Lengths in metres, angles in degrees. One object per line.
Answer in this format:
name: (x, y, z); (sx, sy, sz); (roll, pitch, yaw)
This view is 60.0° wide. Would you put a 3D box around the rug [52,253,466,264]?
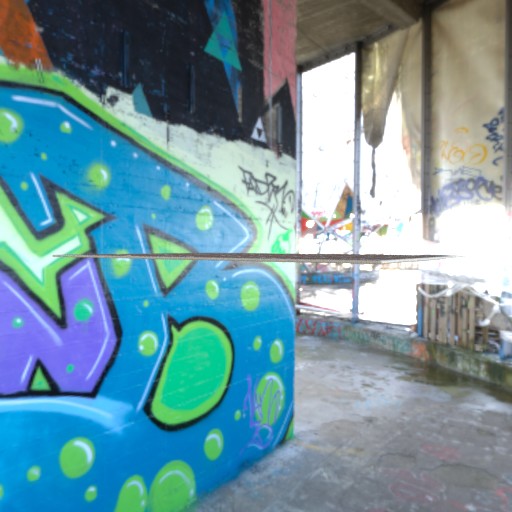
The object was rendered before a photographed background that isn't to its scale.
rug: (0.000, 0.000, 2.928); (2.294, 0.014, 1.528); (1, 1, 36)
